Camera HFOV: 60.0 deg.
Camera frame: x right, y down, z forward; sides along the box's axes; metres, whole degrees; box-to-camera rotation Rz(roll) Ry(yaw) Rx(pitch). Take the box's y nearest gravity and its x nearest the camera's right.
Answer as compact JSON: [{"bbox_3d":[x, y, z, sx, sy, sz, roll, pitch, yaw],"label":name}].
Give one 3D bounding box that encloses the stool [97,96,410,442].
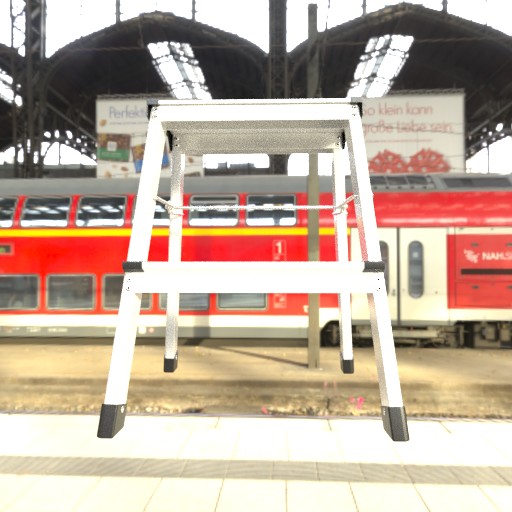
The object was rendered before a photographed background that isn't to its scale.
[{"bbox_3d":[0.000,0.000,0.772,0.404,0.480,0.405,0,-2,2],"label":"stool"}]
